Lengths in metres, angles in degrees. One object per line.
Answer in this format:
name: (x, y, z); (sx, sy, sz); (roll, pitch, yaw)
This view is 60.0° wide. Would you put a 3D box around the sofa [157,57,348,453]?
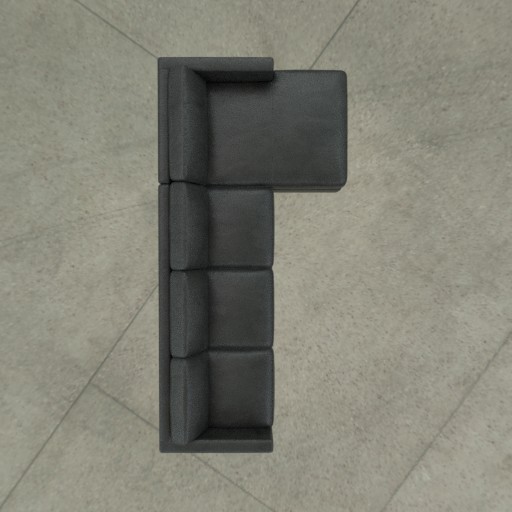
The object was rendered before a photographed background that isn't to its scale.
sofa: (0.000, 0.000, 3.870); (1.581, 0.883, 3.203); (0, 91, 0)
